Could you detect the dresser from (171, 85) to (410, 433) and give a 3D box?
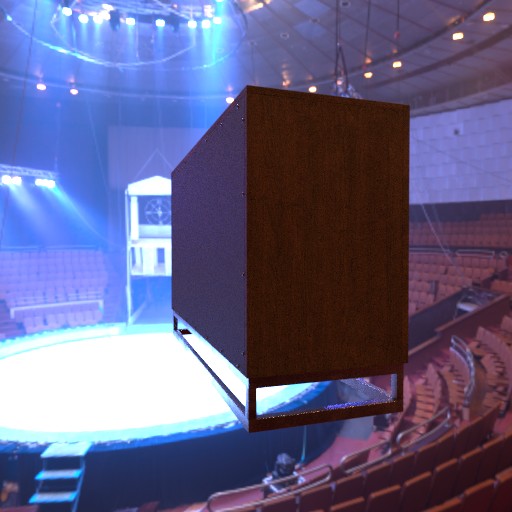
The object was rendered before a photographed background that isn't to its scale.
[{"bbox_3d":[0.000,0.000,2.219,0.623,1.061,1.646,0,1,-19],"label":"dresser"}]
